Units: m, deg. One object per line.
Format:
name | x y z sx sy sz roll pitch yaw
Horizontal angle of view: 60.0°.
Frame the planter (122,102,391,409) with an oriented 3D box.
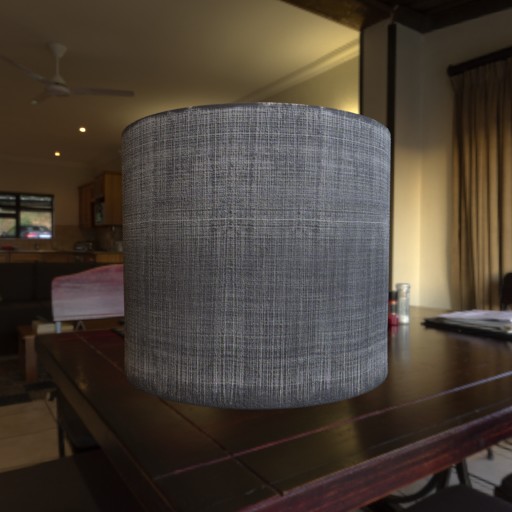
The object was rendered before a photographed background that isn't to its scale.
planter | 0.000 0.000 0.440 0.254 0.221 0.254 0 1 0
